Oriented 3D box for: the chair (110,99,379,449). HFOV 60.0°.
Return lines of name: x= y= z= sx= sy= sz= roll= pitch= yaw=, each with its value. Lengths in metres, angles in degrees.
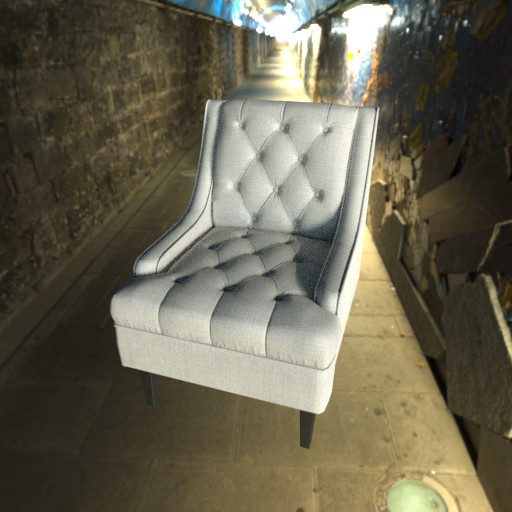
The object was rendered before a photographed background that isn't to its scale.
chair: x=0.000 y=0.000 z=1.460 sx=0.658 sy=0.891 sz=0.772 roll=9 pitch=28 yaw=17
